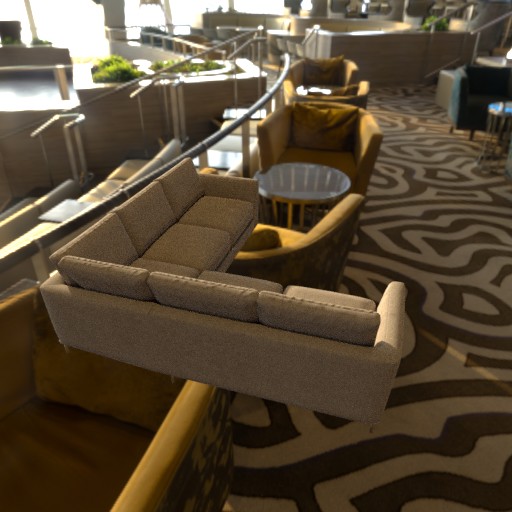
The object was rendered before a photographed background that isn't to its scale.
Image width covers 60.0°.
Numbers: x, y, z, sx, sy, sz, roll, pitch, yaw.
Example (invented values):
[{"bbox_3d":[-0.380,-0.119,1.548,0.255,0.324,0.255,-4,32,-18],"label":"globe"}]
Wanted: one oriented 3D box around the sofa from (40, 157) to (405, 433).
[{"bbox_3d":[0.000,0.000,3.820,2.438,0.864,2.438,9,32,15],"label":"sofa"}]
